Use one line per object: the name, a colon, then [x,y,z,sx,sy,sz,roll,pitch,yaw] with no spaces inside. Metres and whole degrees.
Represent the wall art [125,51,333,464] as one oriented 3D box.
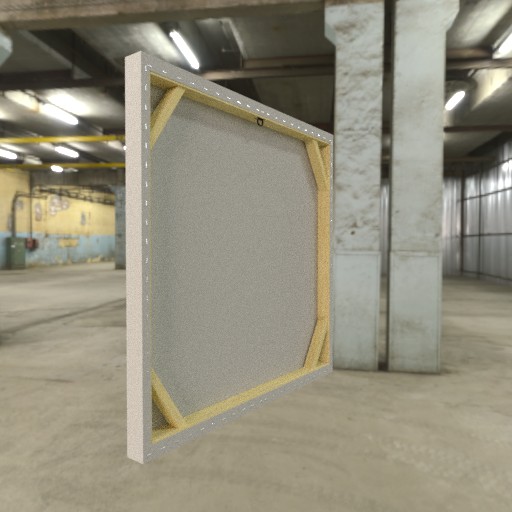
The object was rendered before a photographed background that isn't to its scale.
wall art: [0.000,0.000,0.908,0.038,0.610,0.610,1,1,37]
